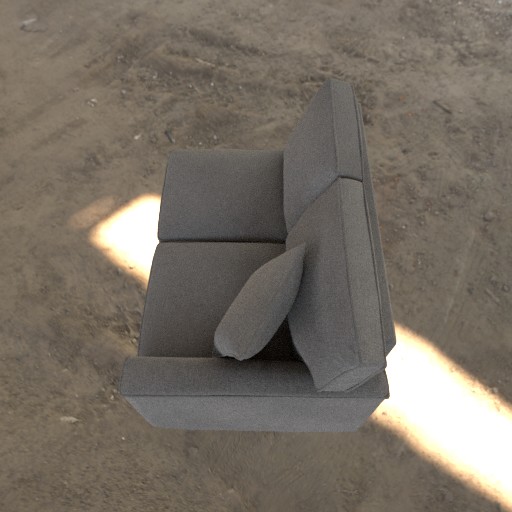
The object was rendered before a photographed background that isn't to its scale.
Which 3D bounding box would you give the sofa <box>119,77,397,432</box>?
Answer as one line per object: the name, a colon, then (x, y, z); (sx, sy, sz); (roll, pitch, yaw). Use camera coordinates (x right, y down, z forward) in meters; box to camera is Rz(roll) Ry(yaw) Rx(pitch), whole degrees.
sofa: (0.000, 0.000, 2.063); (0.991, 0.989, 1.388); (1, 58, 1)
